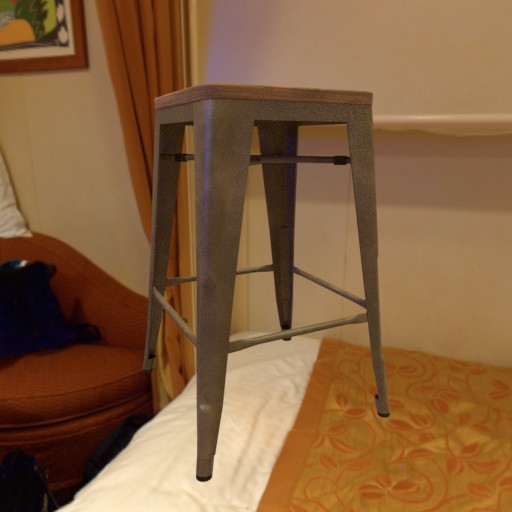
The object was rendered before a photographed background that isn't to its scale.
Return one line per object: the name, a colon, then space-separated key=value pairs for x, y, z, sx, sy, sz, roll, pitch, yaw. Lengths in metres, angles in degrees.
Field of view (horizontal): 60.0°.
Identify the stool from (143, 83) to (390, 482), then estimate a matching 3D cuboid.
stool: x=0.000 y=0.000 z=0.892 sx=0.407 sy=0.607 sz=0.407 roll=-7 pitch=17 yaw=-26
